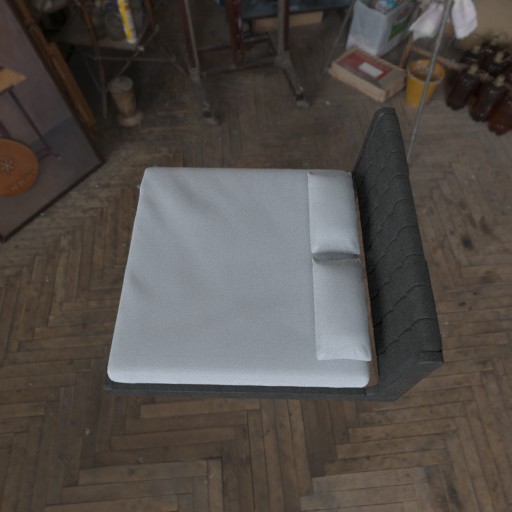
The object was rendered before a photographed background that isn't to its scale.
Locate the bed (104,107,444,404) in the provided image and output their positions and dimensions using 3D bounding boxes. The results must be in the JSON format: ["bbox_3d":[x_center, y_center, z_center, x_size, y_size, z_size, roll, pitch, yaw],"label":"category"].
[{"bbox_3d":[0.000,0.000,3.278,2.031,1.158,1.903,1,60,1],"label":"bed"}]
